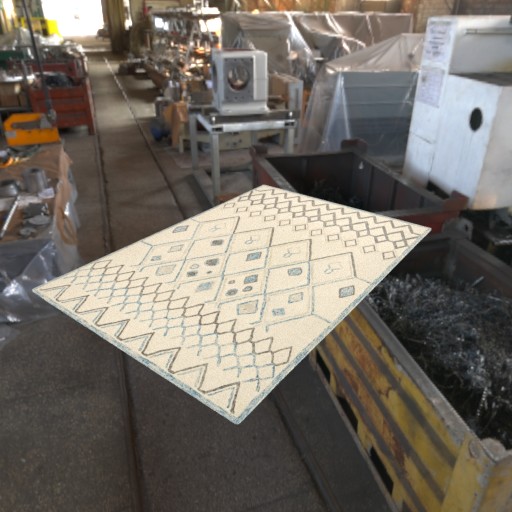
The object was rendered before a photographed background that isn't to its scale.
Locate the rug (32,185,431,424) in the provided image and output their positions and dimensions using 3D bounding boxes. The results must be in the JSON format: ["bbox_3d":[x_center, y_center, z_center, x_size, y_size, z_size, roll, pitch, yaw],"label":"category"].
[{"bbox_3d":[0.000,0.000,2.367,1.260,0.009,1.820,20,35,32],"label":"rug"}]
